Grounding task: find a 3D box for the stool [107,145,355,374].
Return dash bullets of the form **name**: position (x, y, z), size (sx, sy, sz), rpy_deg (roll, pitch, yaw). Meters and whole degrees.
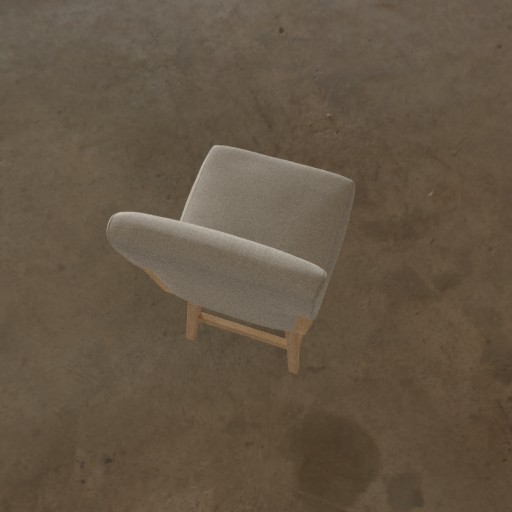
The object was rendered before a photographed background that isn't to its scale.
- **stool**: position (0.000, 0.000, 1.443), size (0.507, 1.085, 0.606), rpy_deg (16, 65, 8)
